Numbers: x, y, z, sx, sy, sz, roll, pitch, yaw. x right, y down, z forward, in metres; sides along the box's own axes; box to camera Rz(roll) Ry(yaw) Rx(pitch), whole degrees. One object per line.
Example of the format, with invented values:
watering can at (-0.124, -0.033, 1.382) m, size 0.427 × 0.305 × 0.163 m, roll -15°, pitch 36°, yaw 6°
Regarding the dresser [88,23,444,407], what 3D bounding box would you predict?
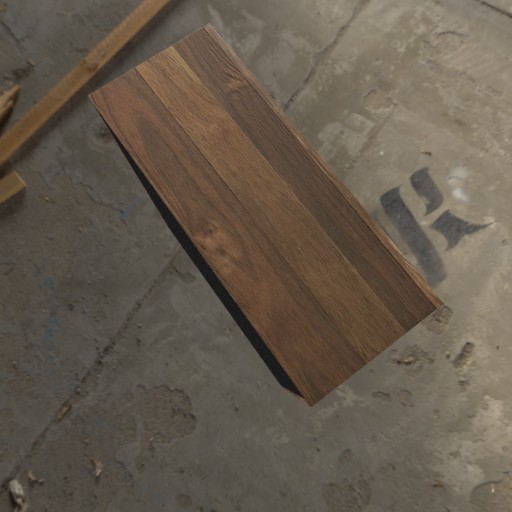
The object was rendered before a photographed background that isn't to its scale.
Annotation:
dresser at (0.000, 0.000, 1.886) m, size 0.442 × 1.393 × 1.062 m, roll -35°, pitch 78°, yaw -8°
